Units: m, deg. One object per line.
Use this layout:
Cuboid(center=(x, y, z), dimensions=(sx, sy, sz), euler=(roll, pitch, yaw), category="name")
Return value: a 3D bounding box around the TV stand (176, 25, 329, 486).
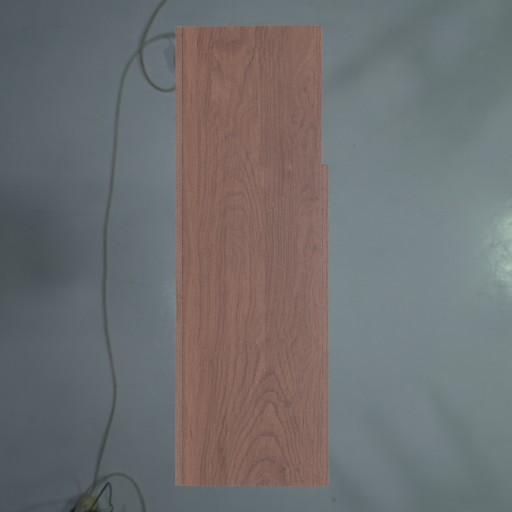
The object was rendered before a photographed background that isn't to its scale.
Cuboid(center=(0.000, 0.000, 1.405), dimensions=(0.415, 0.500, 1.200), euler=(0, 90, 1), category="TV stand")
